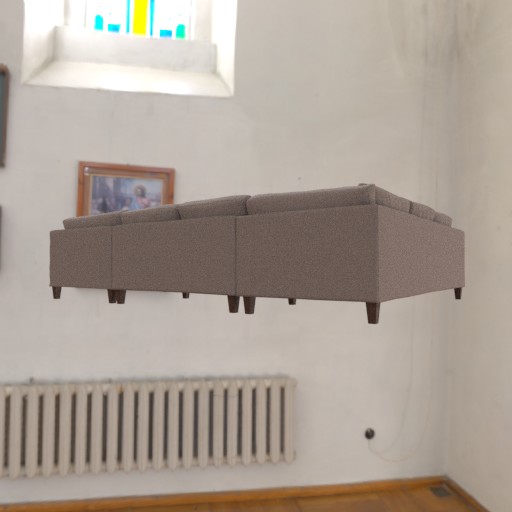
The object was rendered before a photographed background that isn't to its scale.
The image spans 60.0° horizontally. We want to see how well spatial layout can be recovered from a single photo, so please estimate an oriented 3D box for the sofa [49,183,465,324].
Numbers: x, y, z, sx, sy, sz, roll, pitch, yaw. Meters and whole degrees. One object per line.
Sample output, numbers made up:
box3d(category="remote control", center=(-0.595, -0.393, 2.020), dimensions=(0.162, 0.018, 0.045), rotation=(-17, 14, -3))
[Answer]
box3d(category="sofa", center=(0.000, 0.000, 4.464), dimensions=(3.438, 0.865, 2.424), rotation=(-1, -2, 36))
